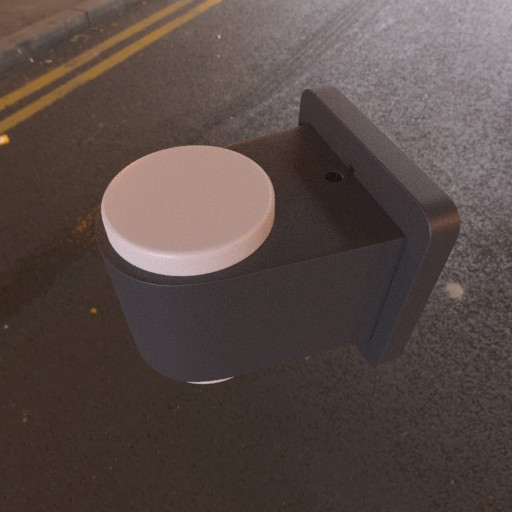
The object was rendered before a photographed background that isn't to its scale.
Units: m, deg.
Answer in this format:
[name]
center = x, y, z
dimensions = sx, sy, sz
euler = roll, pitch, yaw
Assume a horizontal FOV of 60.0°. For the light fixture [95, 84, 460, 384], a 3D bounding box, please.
[light fixture]
center = 0.000, 0.000, 0.213
dimensions = 0.132, 0.109, 0.109
euler = -16, 50, -14
